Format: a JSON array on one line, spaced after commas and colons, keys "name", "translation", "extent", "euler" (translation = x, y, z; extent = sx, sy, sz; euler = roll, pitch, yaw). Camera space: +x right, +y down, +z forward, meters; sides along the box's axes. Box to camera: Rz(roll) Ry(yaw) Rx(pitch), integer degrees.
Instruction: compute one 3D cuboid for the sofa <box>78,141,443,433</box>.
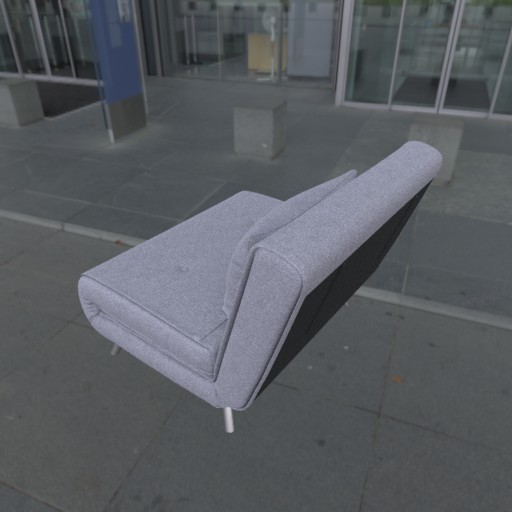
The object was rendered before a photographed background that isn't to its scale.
[{"name": "sofa", "translation": [0.000, 0.000, 1.746], "extent": [1.000, 0.825, 1.020], "euler": [21, 38, 31]}]
